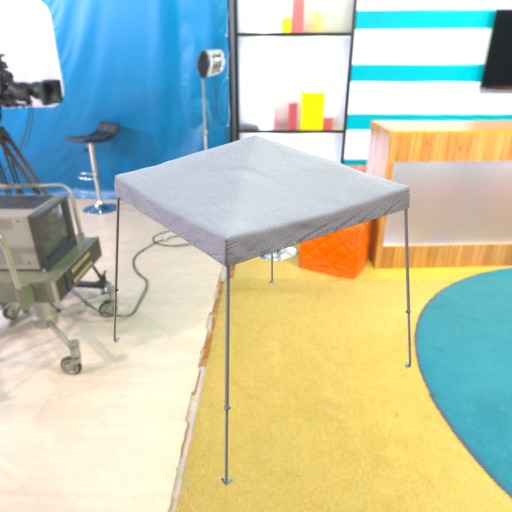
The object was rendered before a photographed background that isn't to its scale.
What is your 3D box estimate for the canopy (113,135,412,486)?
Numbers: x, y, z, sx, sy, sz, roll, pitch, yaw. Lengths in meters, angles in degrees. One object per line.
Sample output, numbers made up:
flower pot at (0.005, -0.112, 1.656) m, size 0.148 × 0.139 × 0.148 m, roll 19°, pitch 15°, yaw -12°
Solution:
canopy at (0.000, 0.000, 5.320) m, size 2.849 × 2.850 × 2.850 m, roll -18°, pitch 31°, yaw -33°
